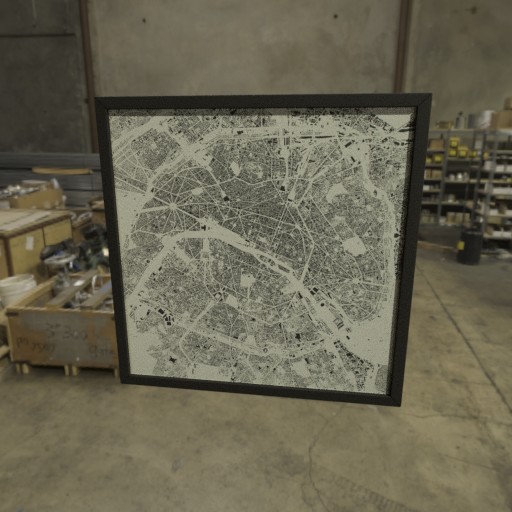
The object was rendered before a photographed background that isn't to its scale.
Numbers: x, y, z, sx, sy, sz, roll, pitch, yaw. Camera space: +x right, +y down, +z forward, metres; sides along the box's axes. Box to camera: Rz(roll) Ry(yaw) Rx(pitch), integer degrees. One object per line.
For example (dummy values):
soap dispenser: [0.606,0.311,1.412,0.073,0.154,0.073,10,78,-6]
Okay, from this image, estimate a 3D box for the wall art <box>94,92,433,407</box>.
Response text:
wall art: [0.000,0.000,0.744,0.508,0.508,0.037,2,16,8]
